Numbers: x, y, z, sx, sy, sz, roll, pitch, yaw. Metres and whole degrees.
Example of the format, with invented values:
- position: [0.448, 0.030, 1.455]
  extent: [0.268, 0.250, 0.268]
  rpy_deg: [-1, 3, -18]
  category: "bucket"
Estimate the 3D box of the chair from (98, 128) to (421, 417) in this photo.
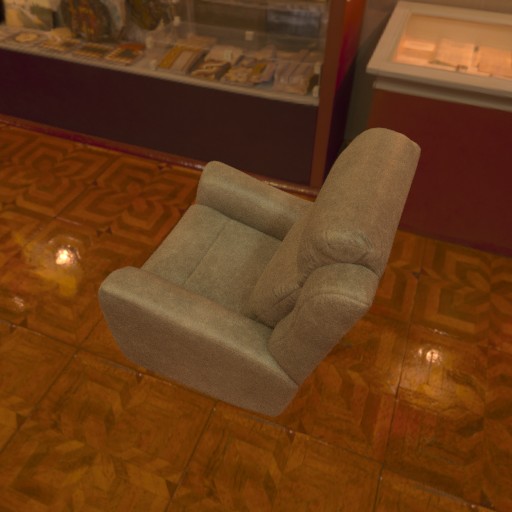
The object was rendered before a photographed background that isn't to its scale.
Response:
- position: [0.000, 0.000, 1.935]
  extent: [1.068, 1.116, 0.965]
  rpy_deg: [18, 49, 16]
  category: "chair"
